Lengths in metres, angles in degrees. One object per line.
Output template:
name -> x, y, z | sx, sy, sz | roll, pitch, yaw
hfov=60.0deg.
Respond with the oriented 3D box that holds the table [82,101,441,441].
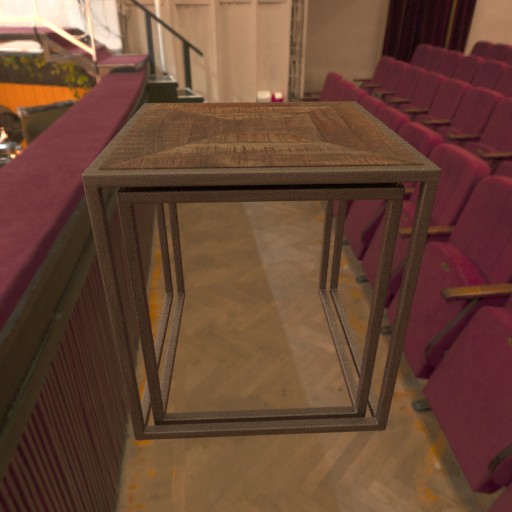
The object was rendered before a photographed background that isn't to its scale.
table -> 0.000, 0.000, 0.868 | 0.450, 0.500, 0.449 | -1, 30, -2
